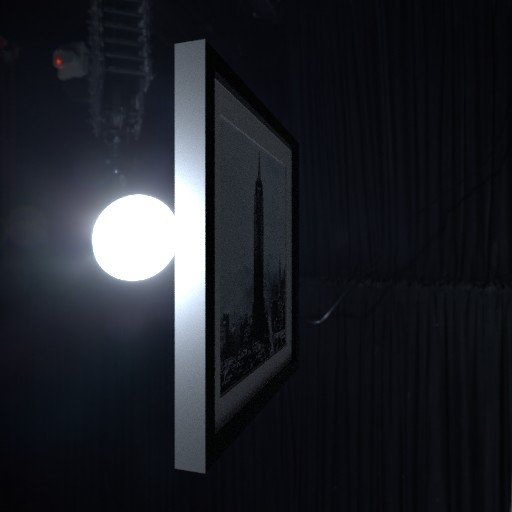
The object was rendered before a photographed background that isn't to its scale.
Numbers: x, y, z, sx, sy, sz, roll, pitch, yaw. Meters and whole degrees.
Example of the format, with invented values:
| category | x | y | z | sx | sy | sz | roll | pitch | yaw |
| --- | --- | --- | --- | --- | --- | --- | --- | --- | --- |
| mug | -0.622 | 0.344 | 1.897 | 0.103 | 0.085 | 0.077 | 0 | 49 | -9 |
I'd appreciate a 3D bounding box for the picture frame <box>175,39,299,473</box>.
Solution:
| category | x | y | z | sx | sy | sz | roll | pitch | yaw |
| --- | --- | --- | --- | --- | --- | --- | --- | --- | --- |
| picture frame | 0.000 | 0.000 | 0.533 | 0.029 | 0.353 | 0.355 | 0 | 0 | 18 |
